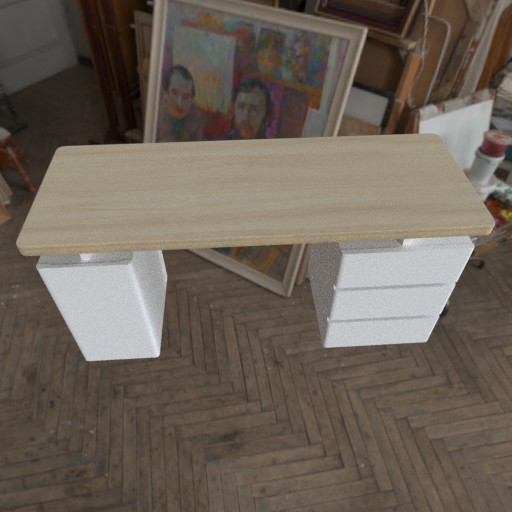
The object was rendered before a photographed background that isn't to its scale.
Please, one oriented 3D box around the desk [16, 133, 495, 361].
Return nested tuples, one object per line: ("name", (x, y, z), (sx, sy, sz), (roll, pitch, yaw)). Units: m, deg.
("desk", (0.000, 0.000, 1.830), (1.500, 0.755, 0.550), (-3, 47, -3))
